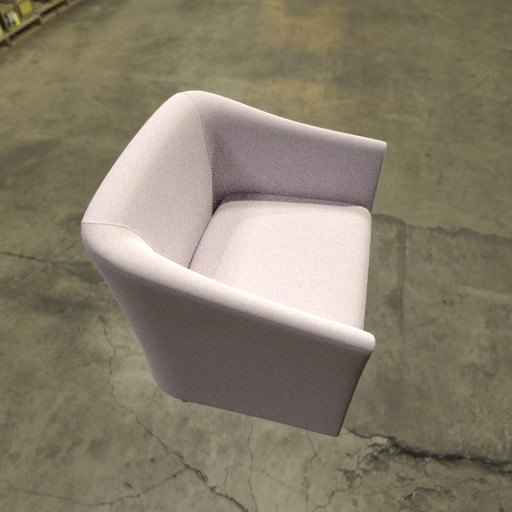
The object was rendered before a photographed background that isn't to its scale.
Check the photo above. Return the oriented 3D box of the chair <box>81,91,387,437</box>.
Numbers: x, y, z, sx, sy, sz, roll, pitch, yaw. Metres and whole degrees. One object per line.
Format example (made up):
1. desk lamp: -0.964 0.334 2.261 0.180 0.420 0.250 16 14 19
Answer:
1. chair: 0.000 0.000 1.375 0.700 0.720 0.790 10 48 9
